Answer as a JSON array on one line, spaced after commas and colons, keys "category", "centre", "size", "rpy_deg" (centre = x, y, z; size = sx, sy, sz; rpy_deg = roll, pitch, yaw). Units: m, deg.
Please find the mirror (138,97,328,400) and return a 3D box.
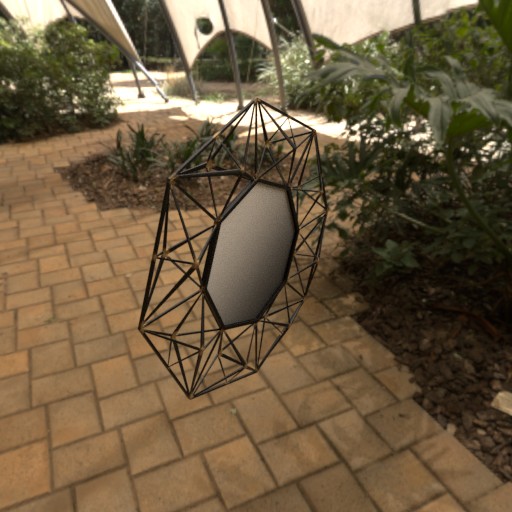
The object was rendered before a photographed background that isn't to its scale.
[{"category": "mirror", "centre": [0.000, 0.000, 1.044], "size": [0.094, 0.710, 0.710], "rpy_deg": [18, 32, 32]}]
